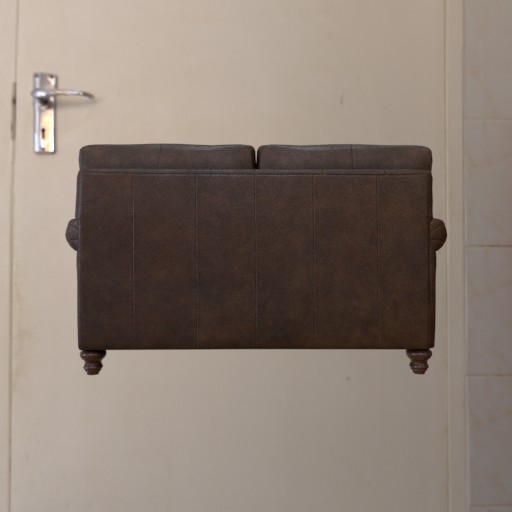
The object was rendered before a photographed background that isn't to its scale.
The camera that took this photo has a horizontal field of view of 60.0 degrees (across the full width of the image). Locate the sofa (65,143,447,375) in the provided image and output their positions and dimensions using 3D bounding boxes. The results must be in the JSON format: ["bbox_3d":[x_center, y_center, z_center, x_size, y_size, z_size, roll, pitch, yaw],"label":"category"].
[{"bbox_3d":[0.000,0.000,2.245,1.616,0.976,0.990,0,-1,-1],"label":"sofa"}]
